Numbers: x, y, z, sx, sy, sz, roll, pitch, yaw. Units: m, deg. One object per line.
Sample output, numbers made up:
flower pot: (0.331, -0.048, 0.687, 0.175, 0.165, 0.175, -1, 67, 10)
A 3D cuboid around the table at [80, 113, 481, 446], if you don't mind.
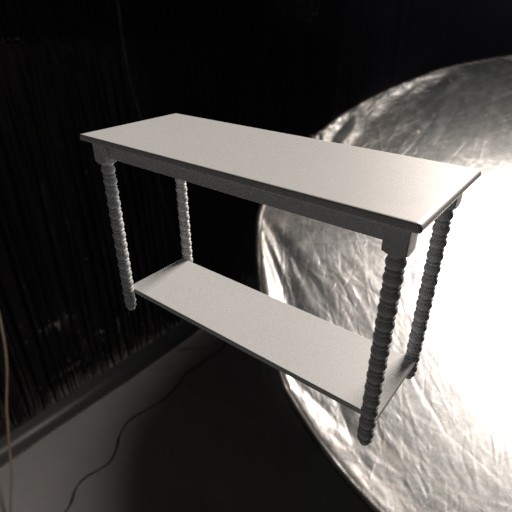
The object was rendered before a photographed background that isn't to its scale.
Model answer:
table: (0.000, 0.000, 1.523, 1.184, 0.740, 0.459, 21, 35, 33)
